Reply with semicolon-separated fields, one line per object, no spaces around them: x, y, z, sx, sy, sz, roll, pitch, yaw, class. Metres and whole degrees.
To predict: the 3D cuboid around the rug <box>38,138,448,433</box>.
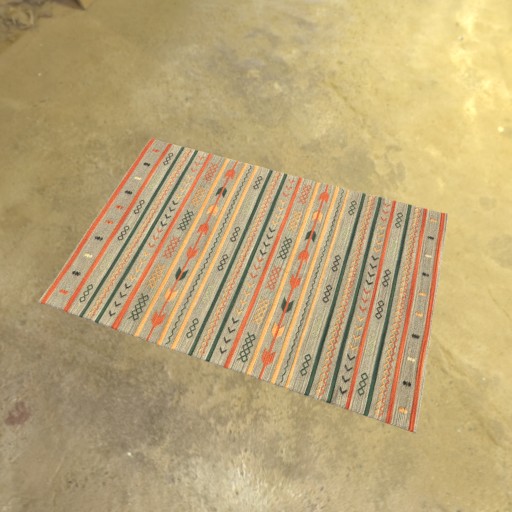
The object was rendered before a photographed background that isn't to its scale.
0.000;0.000;2.311;1.835;0.017;1.220;16;59;10;rug
